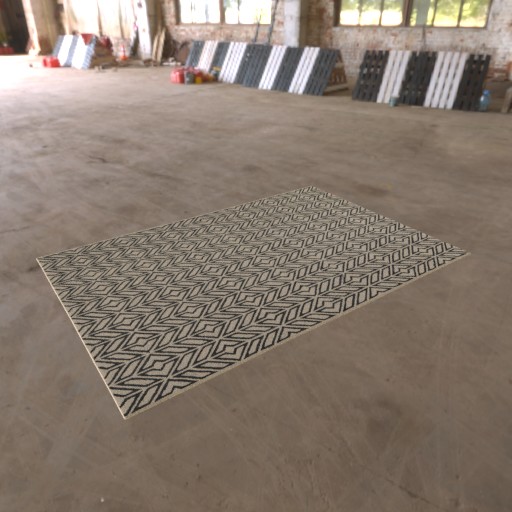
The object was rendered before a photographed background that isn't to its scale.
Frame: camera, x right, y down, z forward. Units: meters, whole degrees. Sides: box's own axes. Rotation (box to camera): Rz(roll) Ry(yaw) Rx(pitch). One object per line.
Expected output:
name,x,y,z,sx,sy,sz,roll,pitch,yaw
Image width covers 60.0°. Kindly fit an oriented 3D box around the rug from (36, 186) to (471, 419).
rug,0.000,0.000,2.238,1.828,0.007,1.220,-19,34,-30
